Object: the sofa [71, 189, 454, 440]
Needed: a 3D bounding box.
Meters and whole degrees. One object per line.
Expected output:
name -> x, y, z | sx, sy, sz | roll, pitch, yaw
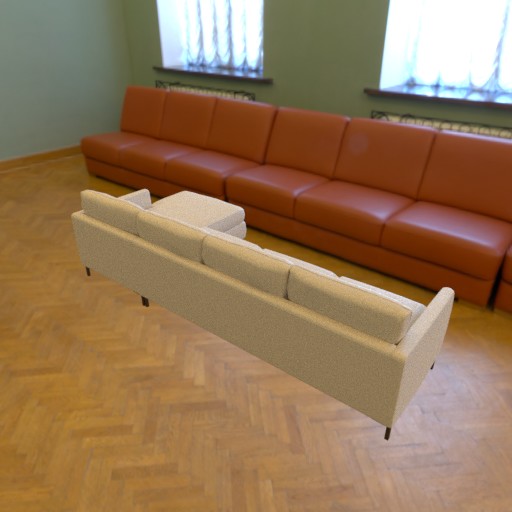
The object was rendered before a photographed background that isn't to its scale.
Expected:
sofa -> 0.000, 0.000, 3.216 | 2.731, 0.755, 1.258 | 21, 35, 33
